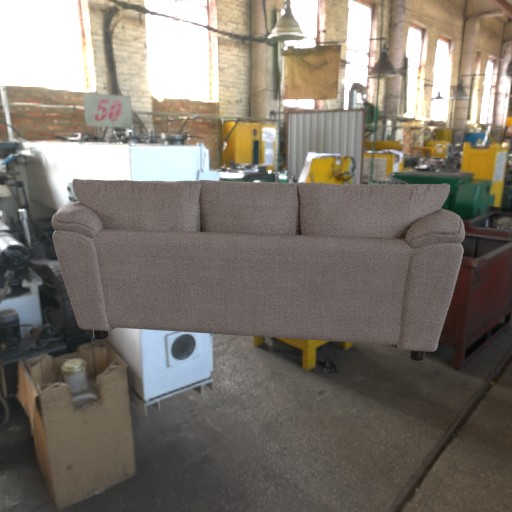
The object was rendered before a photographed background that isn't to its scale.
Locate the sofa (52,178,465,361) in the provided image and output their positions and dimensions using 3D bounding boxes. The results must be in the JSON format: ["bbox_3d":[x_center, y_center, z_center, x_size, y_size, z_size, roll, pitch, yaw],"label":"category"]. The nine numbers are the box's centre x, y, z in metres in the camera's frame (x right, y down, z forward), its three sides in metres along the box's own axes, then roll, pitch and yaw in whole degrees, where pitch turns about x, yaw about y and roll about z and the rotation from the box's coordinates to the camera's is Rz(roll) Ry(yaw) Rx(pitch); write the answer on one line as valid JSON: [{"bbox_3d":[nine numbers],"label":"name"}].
[{"bbox_3d":[0.000,0.000,2.826,2.334,0.996,0.878,2,15,8],"label":"sofa"}]
